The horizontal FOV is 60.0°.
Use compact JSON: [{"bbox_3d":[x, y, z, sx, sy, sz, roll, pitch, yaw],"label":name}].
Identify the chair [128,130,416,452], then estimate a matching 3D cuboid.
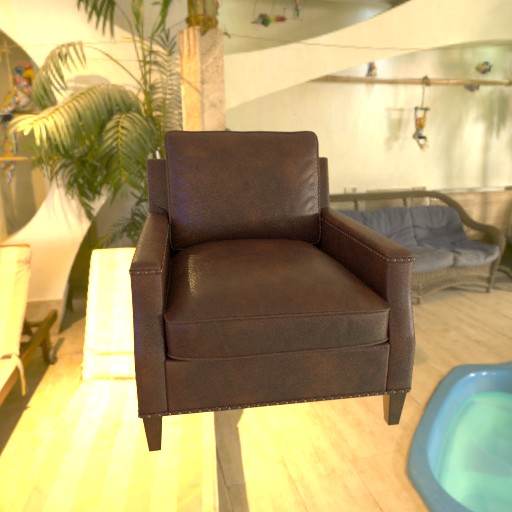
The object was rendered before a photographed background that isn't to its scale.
[{"bbox_3d":[0.000,0.000,1.698,0.853,0.929,1.014,-3,16,-9],"label":"chair"}]
